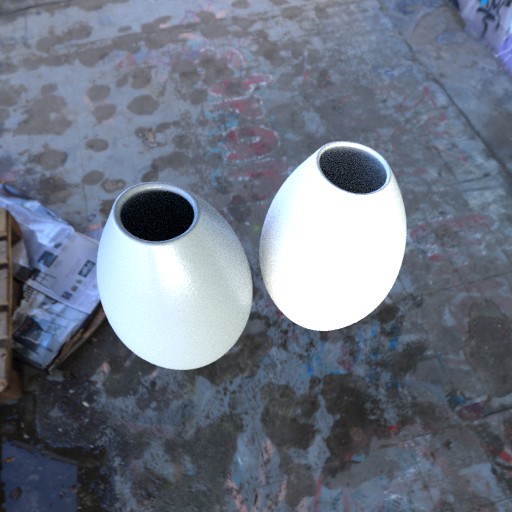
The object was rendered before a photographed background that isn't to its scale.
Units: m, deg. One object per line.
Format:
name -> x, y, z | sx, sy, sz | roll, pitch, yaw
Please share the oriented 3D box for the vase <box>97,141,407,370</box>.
vase -> 0.000, 0.000, 0.264 | 0.187, 0.131, 0.089 | -14, 60, -8
